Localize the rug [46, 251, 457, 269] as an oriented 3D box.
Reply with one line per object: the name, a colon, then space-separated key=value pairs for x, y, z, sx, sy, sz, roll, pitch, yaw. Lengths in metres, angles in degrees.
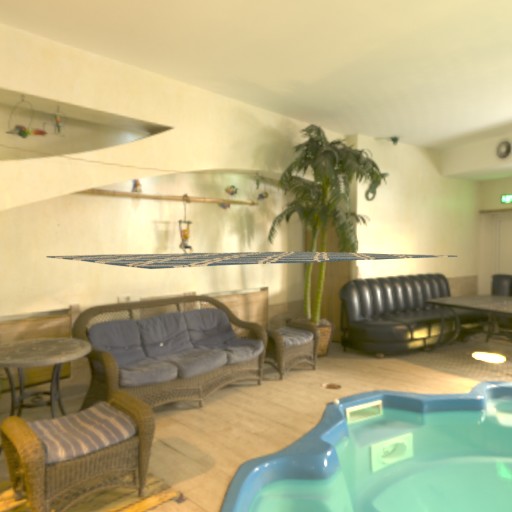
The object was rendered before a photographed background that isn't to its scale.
rug: x=0.000 y=0.000 z=2.795 sx=2.135 sy=0.013 sz=1.524 roll=-1 pitch=2 yaw=-38
